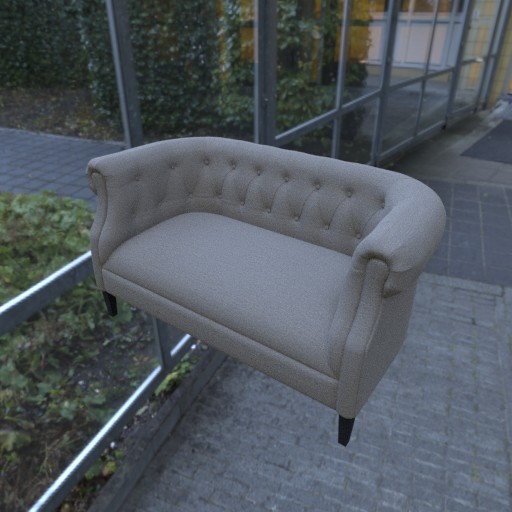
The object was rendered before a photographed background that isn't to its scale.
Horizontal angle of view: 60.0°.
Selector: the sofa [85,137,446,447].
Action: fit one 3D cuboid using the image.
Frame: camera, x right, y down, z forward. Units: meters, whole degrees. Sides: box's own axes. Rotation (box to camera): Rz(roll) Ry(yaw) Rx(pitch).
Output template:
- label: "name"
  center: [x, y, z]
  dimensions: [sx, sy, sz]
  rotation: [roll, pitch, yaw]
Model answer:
- label: "sofa"
  center: [0.000, 0.000, 2.061]
  dimensions: [1.558, 0.827, 0.835]
  rotation: [20, 35, 31]
